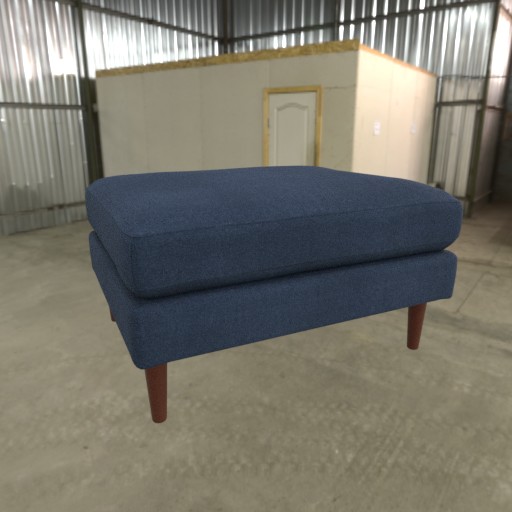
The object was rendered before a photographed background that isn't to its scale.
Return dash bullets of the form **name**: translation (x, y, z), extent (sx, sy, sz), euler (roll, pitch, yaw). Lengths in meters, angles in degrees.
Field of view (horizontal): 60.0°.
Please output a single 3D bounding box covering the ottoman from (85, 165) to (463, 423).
- **ottoman**: translation (0.000, 0.000, 1.249), extent (0.821, 0.474, 0.693), euler (-8, 19, -25)
